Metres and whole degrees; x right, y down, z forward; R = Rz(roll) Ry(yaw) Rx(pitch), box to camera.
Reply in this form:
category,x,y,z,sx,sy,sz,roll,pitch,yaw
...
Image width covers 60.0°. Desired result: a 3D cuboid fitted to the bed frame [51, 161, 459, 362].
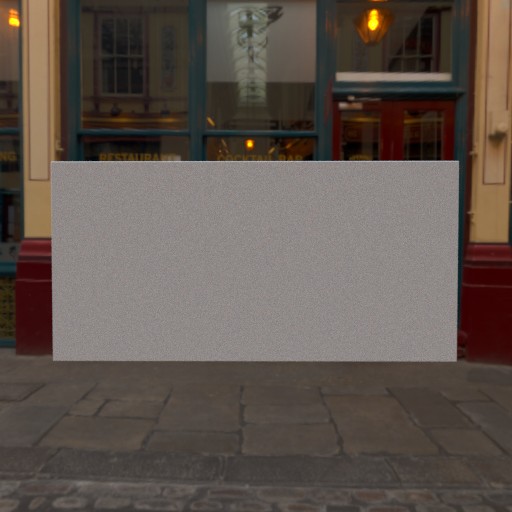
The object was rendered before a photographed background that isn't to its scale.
category,x,y,z,sx,sy,sz,roll,pitch,yaw
bed frame,0.000,0.000,2.750,1.622,0.800,1.960,0,1,0
